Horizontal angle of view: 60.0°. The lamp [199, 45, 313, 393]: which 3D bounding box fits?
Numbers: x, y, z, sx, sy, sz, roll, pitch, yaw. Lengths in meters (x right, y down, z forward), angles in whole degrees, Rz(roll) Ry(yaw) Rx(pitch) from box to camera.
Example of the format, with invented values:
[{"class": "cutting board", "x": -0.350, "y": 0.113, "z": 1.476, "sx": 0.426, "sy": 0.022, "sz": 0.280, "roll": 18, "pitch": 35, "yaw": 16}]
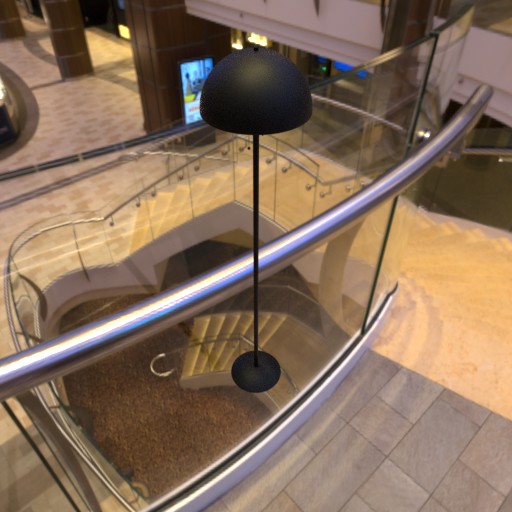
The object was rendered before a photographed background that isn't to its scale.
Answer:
[{"class": "lamp", "x": 0.000, "y": 0.000, "z": 1.666, "sx": 0.328, "sy": 1.480, "sz": 0.328, "roll": 1, "pitch": 41, "yaw": 1}]
